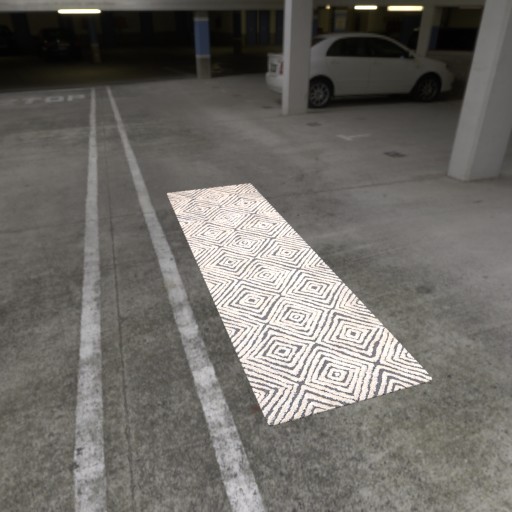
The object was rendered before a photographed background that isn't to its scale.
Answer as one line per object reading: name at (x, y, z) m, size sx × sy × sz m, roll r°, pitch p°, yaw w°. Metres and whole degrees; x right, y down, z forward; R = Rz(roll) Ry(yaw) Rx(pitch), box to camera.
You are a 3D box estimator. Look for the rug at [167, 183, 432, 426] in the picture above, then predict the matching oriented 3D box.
rug at (0.000, 0.000, 2.550) m, size 0.676 × 0.008 × 2.277 m, roll -9°, pitch 31°, yaw -16°
